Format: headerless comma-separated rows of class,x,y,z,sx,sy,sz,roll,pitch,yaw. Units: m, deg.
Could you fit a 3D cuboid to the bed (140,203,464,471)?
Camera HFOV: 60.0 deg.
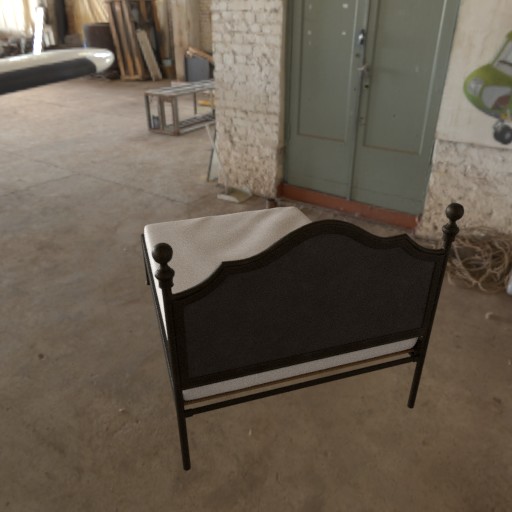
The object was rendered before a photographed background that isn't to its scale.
bed,0.000,0.000,3.386,1.642,1.499,2.224,-9,30,-16
